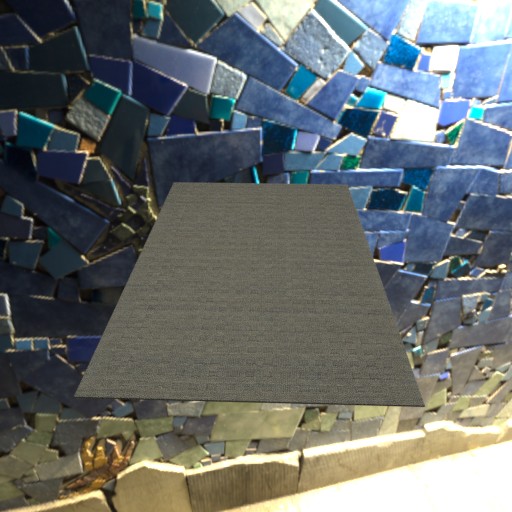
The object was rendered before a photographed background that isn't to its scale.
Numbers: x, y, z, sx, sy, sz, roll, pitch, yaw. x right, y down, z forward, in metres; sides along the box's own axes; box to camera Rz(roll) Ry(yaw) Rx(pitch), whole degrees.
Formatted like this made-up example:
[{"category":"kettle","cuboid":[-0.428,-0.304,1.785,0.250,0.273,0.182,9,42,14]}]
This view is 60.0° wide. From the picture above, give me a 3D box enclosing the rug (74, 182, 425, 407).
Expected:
[{"category":"rug","cuboid":[0.000,0.000,2.175,1.142,0.006,1.752,1,33,2]}]
